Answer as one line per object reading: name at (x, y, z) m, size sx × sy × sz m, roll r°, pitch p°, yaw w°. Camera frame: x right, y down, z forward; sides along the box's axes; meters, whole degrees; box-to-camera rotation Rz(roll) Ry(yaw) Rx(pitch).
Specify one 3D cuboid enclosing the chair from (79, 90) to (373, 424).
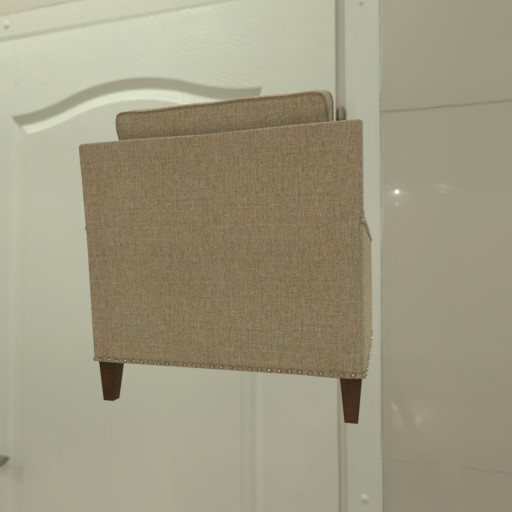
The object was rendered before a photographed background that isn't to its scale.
chair at (0.000, 0.000, 1.705) m, size 0.853 × 0.943 × 1.014 m, roll 0°, pitch -2°, yaw 16°
